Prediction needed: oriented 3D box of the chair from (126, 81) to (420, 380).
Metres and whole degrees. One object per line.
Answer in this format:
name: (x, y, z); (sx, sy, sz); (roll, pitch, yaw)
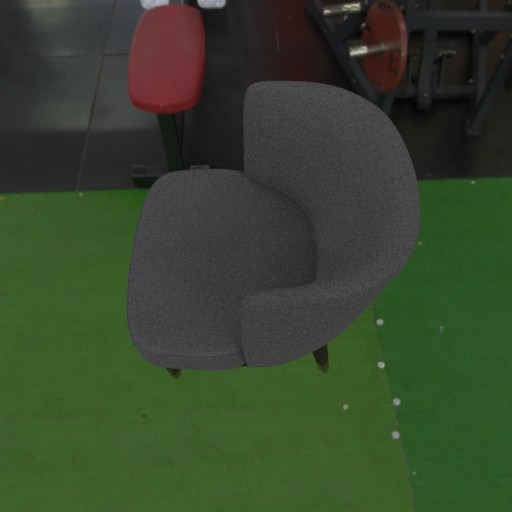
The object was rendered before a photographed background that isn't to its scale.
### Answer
chair: (0.000, 0.000, 1.260); (0.698, 0.695, 0.639); (0, 58, 0)
